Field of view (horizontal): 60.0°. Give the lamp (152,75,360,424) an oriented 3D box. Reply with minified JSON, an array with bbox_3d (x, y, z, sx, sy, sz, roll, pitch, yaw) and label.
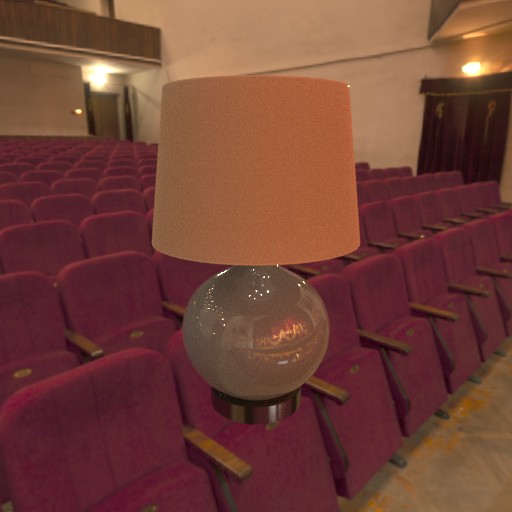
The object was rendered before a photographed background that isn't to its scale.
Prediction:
[{"bbox_3d":[0.000,0.000,0.543,0.247,0.387,0.247,0,14,0],"label":"lamp"}]
